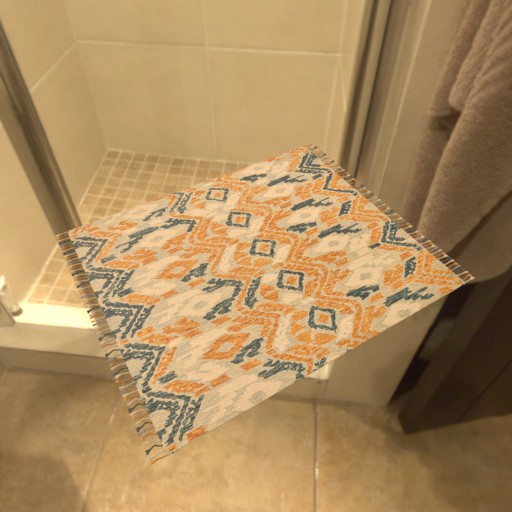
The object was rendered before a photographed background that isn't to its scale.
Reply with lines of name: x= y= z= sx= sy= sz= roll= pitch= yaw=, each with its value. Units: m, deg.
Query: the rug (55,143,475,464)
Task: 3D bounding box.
rug: x=0.000 y=0.000 z=4.083 sx=3.048 sy=0.010 sz=2.439 roll=-24 pitch=52 yaw=-20
